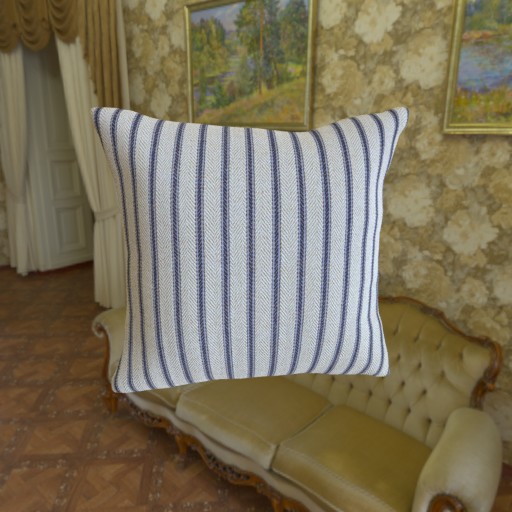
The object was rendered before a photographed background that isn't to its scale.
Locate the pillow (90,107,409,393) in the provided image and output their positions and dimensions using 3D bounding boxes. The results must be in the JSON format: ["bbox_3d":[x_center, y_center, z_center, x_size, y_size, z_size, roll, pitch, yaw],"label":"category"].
[{"bbox_3d":[0.000,0.000,0.690,0.468,0.444,0.138,-2,15,-7],"label":"pillow"}]
